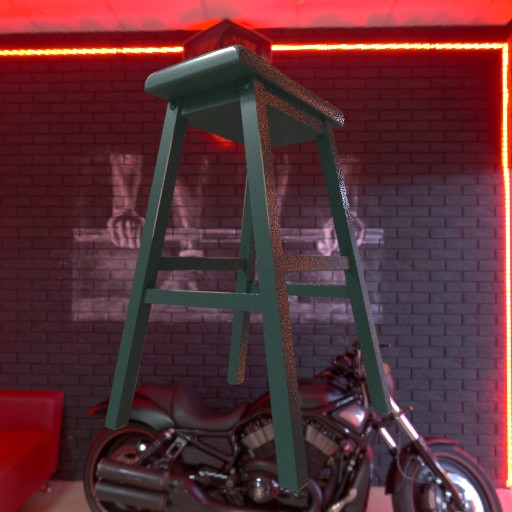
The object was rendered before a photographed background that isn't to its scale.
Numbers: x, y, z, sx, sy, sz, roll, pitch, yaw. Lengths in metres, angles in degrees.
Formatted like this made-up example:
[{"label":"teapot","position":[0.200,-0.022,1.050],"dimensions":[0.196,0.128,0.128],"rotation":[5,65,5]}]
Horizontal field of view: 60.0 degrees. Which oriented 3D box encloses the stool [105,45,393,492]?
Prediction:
[{"label":"stool","position":[0.000,0.000,1.011],"dimensions":[0.476,0.737,0.457],"rotation":[-1,-1,35]}]
